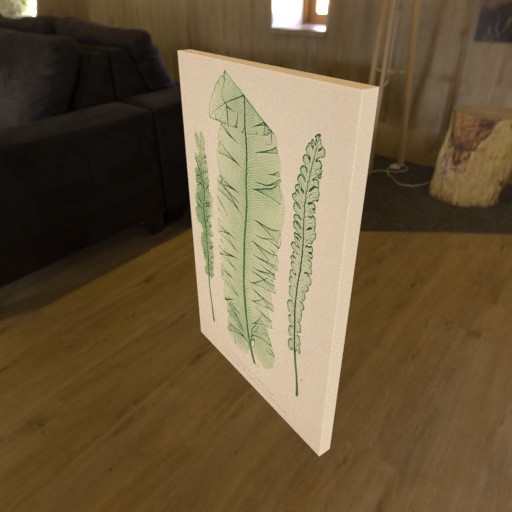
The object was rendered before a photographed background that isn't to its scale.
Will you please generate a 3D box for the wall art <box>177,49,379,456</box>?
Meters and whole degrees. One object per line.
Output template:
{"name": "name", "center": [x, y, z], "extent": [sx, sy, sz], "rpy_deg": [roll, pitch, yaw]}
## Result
{"name": "wall art", "center": [0.000, 0.000, 1.142], "extent": [0.038, 0.914, 0.610], "rpy_deg": [-21, 37, -30]}
